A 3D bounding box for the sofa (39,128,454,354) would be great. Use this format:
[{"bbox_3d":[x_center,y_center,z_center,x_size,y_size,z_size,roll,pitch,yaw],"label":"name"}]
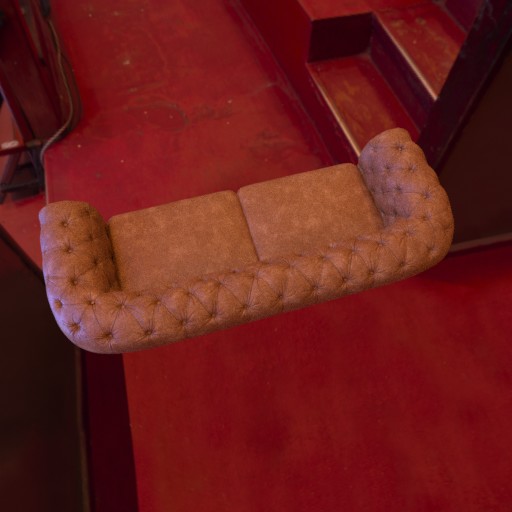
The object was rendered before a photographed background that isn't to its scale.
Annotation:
[{"bbox_3d":[0.000,0.000,2.742,2.365,0.760,0.989,-14,60,-8],"label":"sofa"}]
